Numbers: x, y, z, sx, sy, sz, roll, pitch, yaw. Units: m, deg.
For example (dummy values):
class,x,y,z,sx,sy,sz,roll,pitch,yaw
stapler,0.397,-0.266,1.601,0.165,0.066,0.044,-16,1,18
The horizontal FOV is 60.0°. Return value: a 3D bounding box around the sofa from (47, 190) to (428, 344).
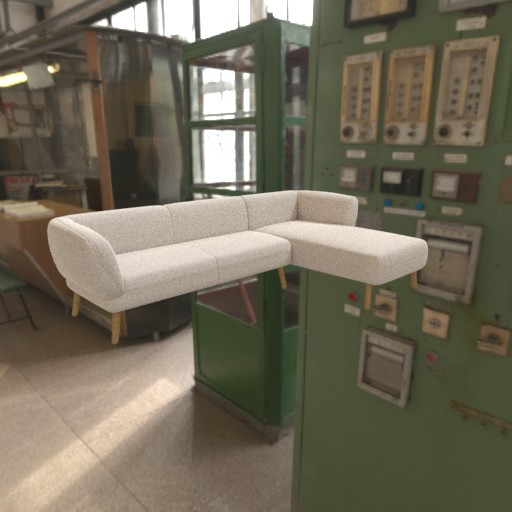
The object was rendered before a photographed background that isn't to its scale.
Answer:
class,x,y,z,sx,sy,sz,roll,pitch,yaw
sofa,0.000,0.000,3.403,2.660,0.730,1.610,-13,20,-42
